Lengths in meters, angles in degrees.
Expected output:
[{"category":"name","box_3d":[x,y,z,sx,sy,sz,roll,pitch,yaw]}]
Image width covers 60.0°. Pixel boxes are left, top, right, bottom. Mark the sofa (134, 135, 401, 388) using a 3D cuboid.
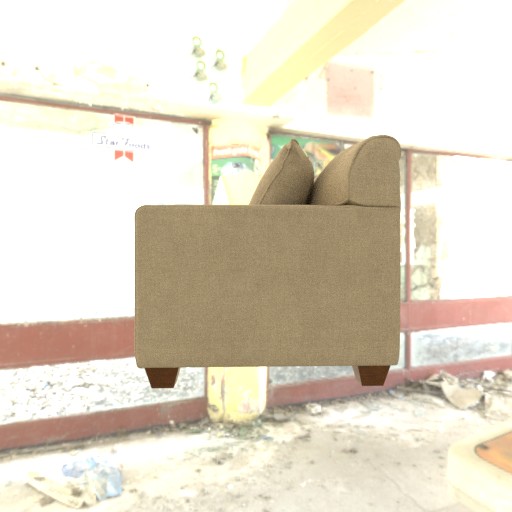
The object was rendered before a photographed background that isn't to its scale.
[{"category":"sofa","box_3d":[0.000,0.000,2.475,0.998,0.958,1.846,0,0,-2]}]
